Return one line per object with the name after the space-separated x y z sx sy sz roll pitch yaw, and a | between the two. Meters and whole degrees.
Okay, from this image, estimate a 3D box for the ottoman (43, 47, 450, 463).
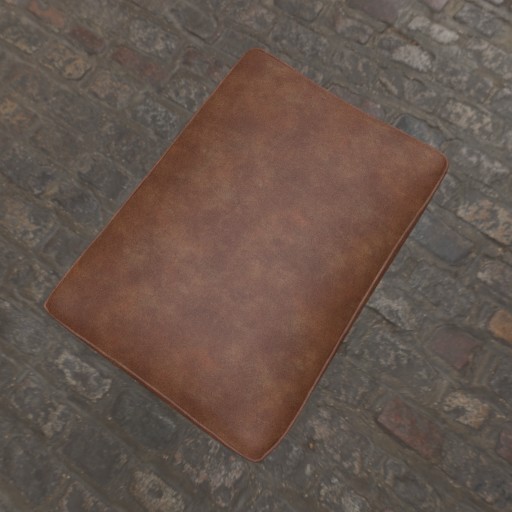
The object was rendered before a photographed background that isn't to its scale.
0.000 0.000 0.960 0.501 0.418 0.665 33 78 8 | ottoman
